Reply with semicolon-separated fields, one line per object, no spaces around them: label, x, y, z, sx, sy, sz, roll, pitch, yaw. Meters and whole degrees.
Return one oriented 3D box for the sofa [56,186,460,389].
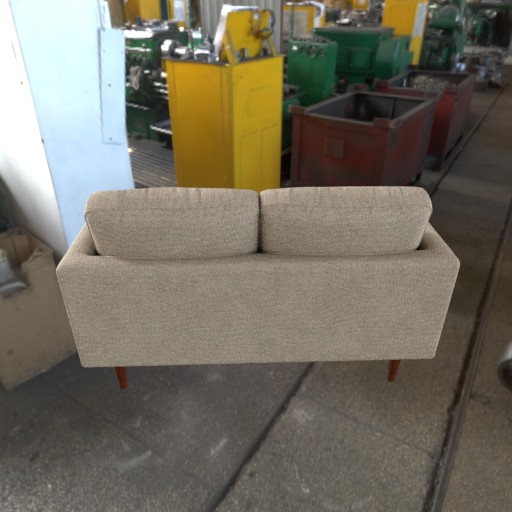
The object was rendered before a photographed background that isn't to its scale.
sofa;0.000;0.000;2.170;1.582;0.944;0.903;-1;31;-2
